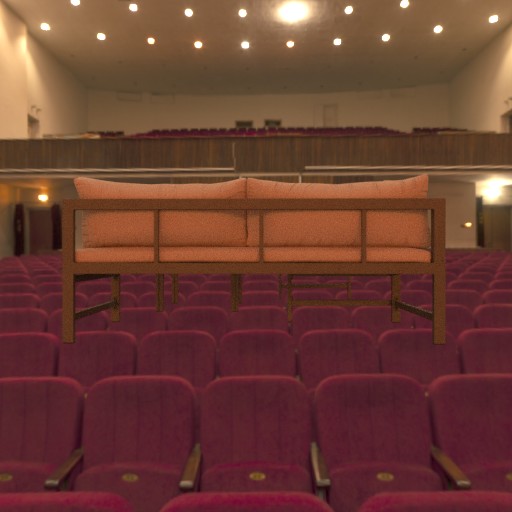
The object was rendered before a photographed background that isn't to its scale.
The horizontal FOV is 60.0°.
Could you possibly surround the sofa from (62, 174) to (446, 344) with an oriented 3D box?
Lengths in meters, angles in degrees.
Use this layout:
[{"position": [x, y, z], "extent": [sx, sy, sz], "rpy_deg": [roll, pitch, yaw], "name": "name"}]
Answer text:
[{"position": [0.000, 0.000, 2.961], "extent": [1.658, 0.758, 2.096], "rpy_deg": [0, 0, 1], "name": "sofa"}]
